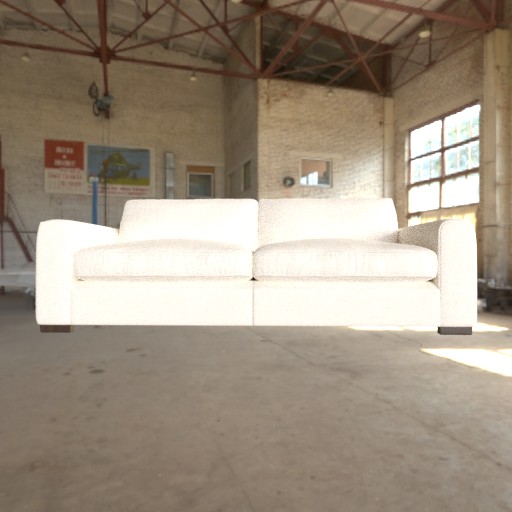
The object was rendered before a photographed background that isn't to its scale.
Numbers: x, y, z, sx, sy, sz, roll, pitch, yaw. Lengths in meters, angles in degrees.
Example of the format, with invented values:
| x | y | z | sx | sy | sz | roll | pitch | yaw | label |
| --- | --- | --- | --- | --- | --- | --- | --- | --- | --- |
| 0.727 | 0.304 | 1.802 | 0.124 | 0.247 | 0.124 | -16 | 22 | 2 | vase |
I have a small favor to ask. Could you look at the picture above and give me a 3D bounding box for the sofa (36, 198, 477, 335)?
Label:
| x | y | z | sx | sy | sz | roll | pitch | yaw | label |
| --- | --- | --- | --- | --- | --- | --- | --- | --- | --- |
| 0.000 | 0.000 | 2.747 | 2.262 | 0.801 | 1.070 | 0 | 0 | 2 | sofa |
